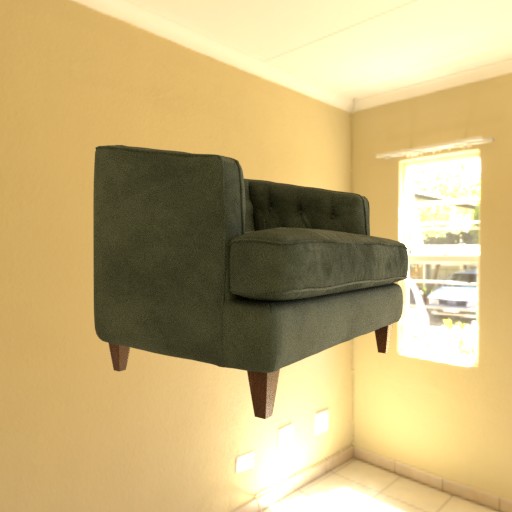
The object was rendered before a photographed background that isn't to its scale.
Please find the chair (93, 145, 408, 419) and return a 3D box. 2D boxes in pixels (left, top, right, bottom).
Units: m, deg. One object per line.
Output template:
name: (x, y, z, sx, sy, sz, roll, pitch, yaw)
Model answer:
chair: (0.000, 0.000, 1.770, 0.941, 0.852, 1.104, 0, 0, 35)
